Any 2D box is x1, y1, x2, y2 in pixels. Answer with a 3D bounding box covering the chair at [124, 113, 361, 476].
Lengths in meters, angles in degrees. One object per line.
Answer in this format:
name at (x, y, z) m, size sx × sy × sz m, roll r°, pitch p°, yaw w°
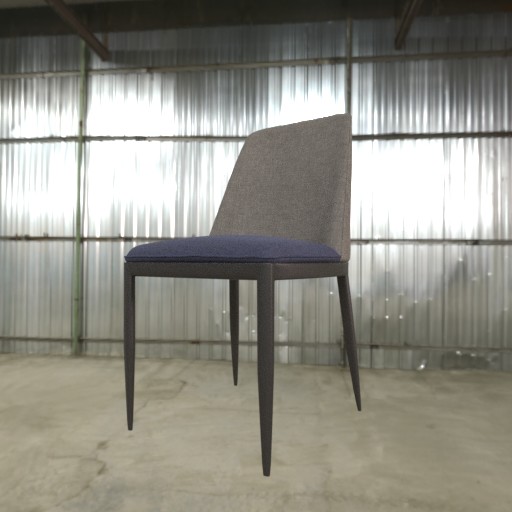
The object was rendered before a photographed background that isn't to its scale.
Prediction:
chair at (0.000, 0.000, 1.185) m, size 0.488 × 0.855 × 0.550 m, roll 0°, pitch 0°, yaw 35°
